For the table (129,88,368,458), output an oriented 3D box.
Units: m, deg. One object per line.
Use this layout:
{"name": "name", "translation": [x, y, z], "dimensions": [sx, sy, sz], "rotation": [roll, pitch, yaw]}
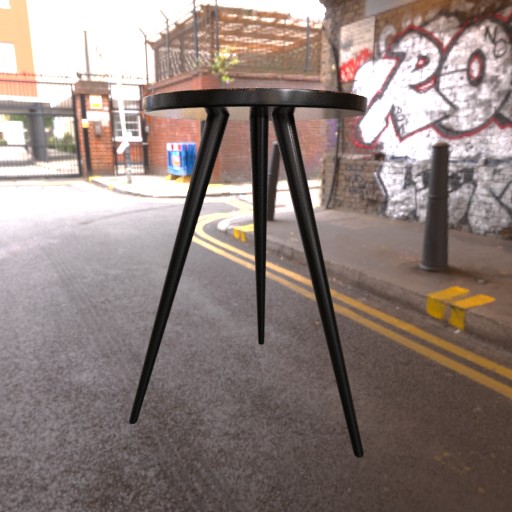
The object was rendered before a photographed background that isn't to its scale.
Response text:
{"name": "table", "translation": [0.000, 0.000, 0.836], "dimensions": [0.403, 0.548, 0.415], "rotation": [2, 14, 9]}
